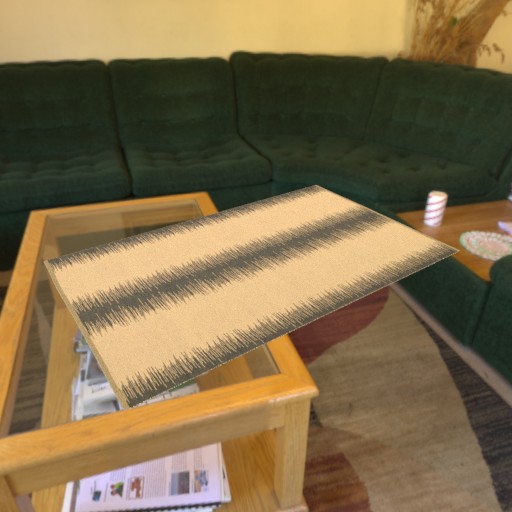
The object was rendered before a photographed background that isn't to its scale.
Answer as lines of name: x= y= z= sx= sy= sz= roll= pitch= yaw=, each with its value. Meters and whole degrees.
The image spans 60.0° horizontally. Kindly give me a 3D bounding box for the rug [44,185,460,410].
rug: x=0.000 y=0.000 z=3.053 sx=2.453 sy=0.003 sz=1.519 roll=-19 pitch=36 yaw=-29
